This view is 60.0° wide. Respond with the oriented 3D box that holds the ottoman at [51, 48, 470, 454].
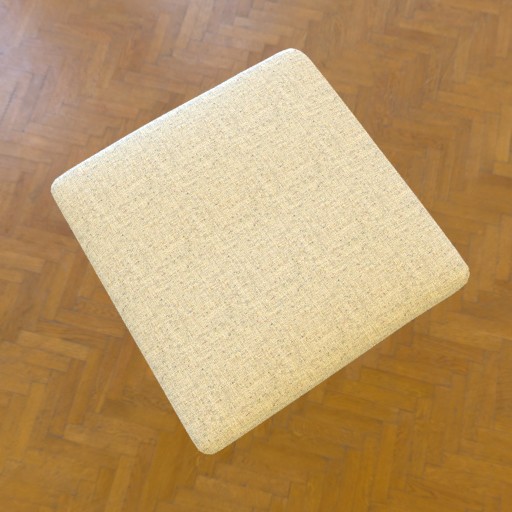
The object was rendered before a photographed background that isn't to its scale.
[{"bbox_3d":[0.000,0.000,0.902,0.512,0.453,0.521,-32,79,-7],"label":"ottoman"}]
